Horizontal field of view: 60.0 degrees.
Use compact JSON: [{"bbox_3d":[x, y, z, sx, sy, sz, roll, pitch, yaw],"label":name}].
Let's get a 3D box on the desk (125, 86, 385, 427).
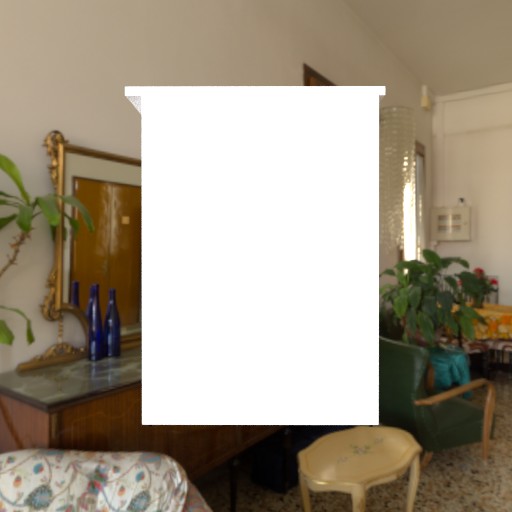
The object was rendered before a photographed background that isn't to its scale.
[{"bbox_3d":[0.000,0.000,1.504,0.560,0.735,1.097,0,0,0],"label":"desk"}]
